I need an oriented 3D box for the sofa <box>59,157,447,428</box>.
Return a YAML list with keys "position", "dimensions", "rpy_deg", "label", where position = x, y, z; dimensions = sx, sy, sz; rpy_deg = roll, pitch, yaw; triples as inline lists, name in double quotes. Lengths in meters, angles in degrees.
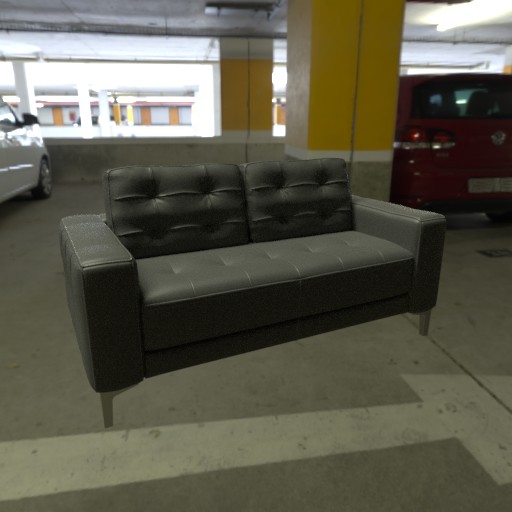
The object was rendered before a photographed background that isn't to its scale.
- position: [0.000, 0.000, 2.187]
  dimensions: [1.726, 0.892, 0.833]
  rpy_deg: [-8, 19, -26]
  label: "sofa"
